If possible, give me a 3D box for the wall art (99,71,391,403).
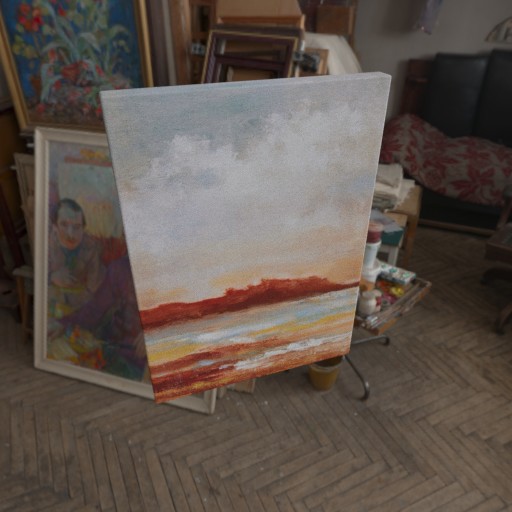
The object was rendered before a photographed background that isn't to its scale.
[{"bbox_3d":[0.000,0.000,0.814,0.443,0.605,0.035,-10,34,-16],"label":"wall art"}]
